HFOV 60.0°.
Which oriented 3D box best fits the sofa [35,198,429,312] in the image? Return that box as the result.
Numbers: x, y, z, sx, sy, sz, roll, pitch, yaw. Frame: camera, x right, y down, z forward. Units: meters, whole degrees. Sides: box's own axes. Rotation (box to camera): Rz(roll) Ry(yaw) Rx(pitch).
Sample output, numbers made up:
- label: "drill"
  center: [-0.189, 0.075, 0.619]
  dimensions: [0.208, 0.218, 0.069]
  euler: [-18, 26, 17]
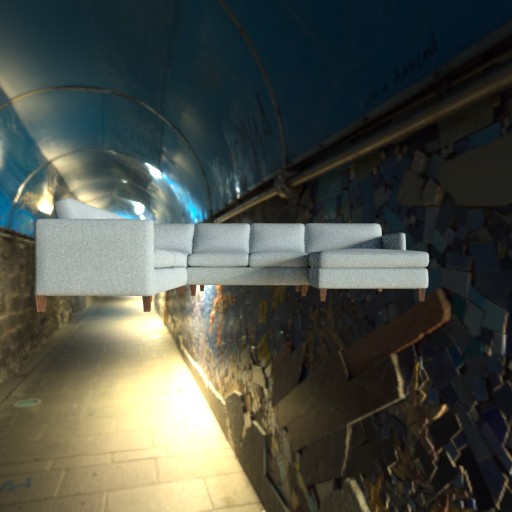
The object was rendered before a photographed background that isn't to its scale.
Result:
- label: "sofa"
  center: [0.000, 0.000, 4.596]
  dimensions: [3.403, 0.889, 2.551]
  euler: [0, -1, 0]
